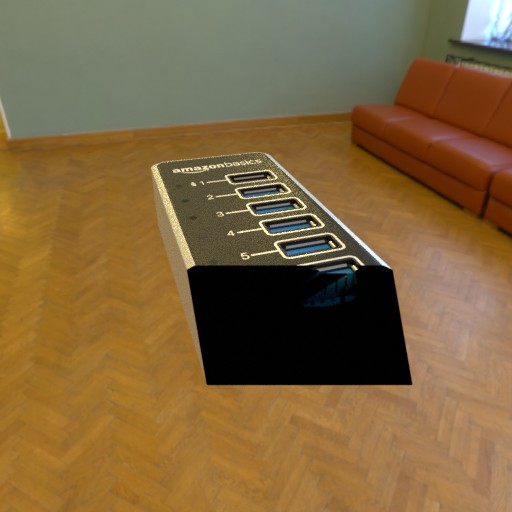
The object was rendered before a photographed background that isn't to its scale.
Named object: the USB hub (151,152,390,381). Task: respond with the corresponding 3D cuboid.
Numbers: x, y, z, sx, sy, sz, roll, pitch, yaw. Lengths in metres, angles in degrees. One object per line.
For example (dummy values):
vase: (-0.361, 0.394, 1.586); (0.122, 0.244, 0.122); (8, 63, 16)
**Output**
USB hub: (0.000, 0.000, 0.125); (0.044, 0.023, 0.110); (-10, 33, -15)
